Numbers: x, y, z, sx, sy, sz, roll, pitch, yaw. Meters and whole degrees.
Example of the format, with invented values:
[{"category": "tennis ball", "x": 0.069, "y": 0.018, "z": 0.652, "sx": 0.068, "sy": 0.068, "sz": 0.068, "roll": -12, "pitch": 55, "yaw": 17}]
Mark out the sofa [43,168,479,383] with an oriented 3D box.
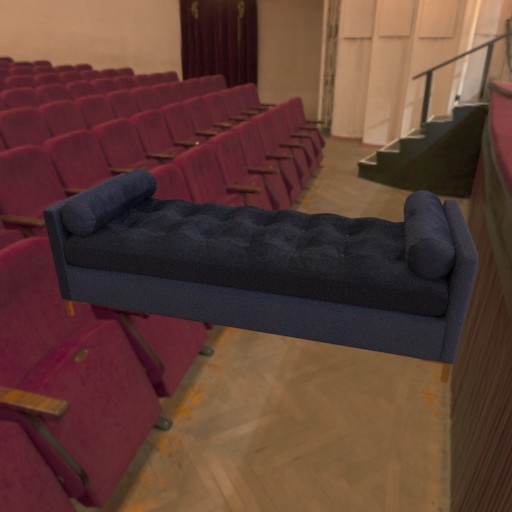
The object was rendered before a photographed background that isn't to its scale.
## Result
[{"category": "sofa", "x": 0.000, "y": 0.000, "z": 2.478, "sx": 2.102, "sy": 0.705, "sz": 0.796, "roll": 7, "pitch": 26, "yaw": 14}]
